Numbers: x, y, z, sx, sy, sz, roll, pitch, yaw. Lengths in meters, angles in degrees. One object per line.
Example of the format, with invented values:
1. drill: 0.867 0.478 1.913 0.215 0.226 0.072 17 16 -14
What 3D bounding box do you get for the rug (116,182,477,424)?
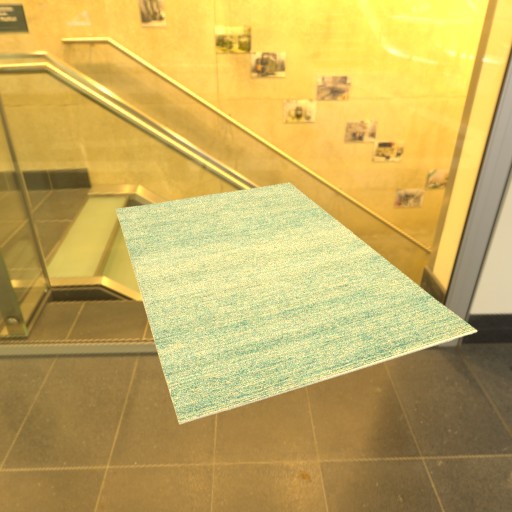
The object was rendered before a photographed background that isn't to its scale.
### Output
1. rug: 0.000 0.000 2.989 1.593 0.029 2.305 -11 32 -18
